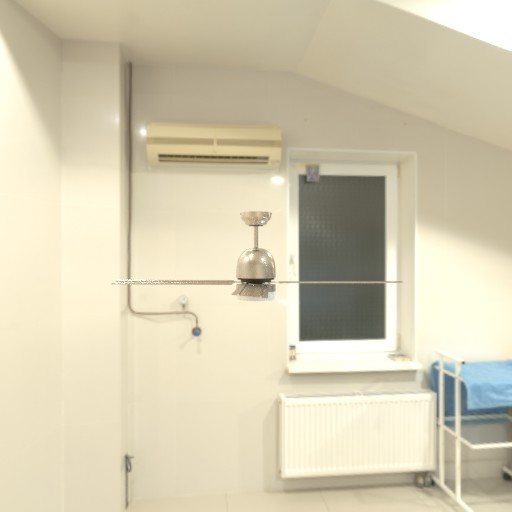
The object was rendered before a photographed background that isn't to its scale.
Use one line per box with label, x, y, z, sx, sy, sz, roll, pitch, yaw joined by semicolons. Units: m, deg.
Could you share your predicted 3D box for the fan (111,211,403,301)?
fan;0.000;0.000;2.084;1.346;0.406;1.346;0;0;0
